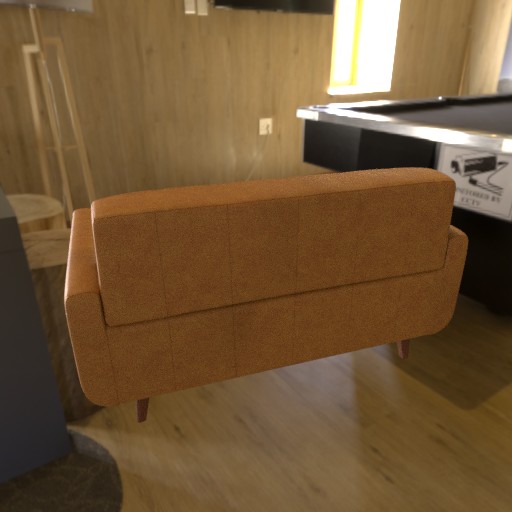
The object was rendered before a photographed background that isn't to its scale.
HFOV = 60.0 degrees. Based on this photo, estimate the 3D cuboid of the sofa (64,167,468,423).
[{"bbox_3d":[0.000,0.000,2.150,1.651,0.925,0.952,-8,26,-17],"label":"sofa"}]
